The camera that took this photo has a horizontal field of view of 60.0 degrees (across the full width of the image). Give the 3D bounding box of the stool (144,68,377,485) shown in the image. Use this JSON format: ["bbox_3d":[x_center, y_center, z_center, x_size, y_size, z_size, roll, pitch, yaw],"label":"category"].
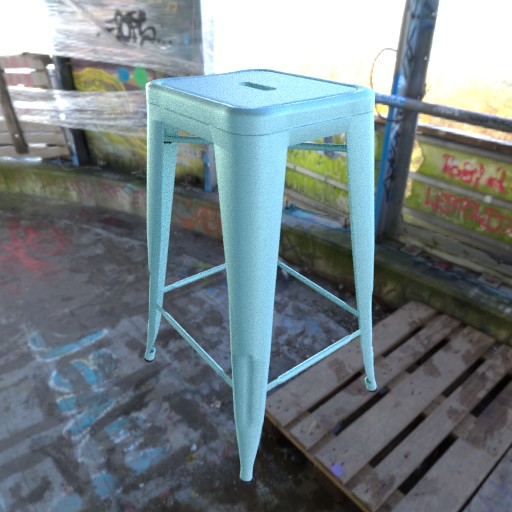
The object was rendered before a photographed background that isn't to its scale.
[{"bbox_3d":[0.000,0.000,0.831,0.359,0.609,0.399,-22,37,-32],"label":"stool"}]
